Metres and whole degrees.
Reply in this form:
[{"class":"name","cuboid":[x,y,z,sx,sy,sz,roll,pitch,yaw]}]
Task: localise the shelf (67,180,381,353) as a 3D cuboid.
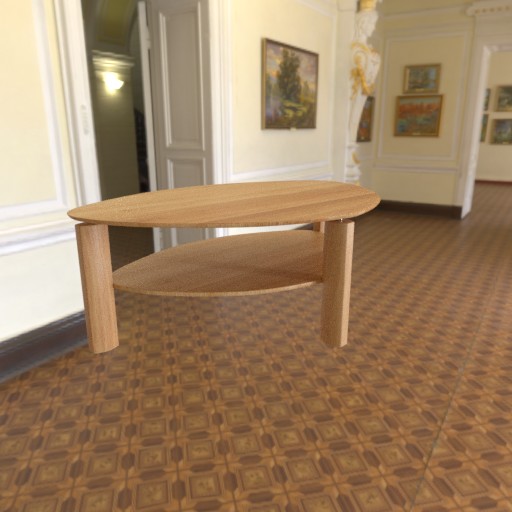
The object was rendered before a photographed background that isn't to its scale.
[{"class":"shelf","cuboid":[0.000,0.000,1.659,1.246,0.440,0.845,-15,22,-42]}]
